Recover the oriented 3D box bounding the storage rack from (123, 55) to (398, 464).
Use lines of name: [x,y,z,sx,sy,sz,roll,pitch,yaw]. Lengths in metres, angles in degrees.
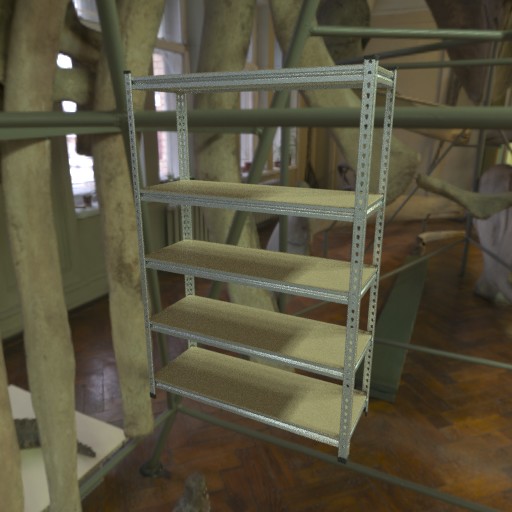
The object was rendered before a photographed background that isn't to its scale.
storage rack: [0.000,0.000,2.343,1.219,1.829,0.457,9,19,26]
